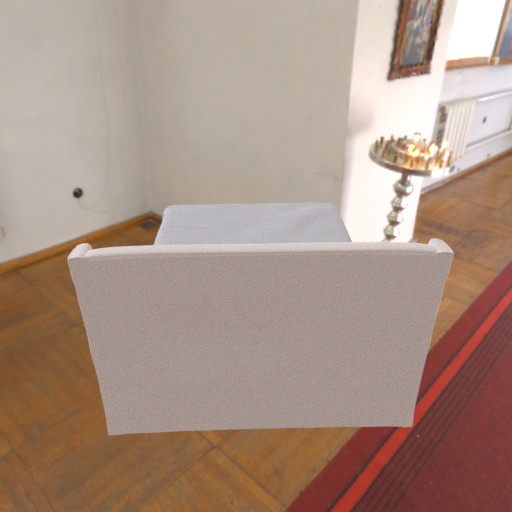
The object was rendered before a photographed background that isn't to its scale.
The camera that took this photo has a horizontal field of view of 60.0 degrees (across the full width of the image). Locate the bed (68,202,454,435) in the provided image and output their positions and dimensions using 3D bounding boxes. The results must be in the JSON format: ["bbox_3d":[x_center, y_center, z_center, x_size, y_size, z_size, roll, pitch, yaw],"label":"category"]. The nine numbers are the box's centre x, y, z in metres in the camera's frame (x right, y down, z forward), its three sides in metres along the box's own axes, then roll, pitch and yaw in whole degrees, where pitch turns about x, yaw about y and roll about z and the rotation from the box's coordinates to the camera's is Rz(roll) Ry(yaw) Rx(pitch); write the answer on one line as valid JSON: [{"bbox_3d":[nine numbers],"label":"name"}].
[{"bbox_3d":[0.000,0.000,3.453,1.925,1.332,2.276,-1,30,-1],"label":"bed"}]
